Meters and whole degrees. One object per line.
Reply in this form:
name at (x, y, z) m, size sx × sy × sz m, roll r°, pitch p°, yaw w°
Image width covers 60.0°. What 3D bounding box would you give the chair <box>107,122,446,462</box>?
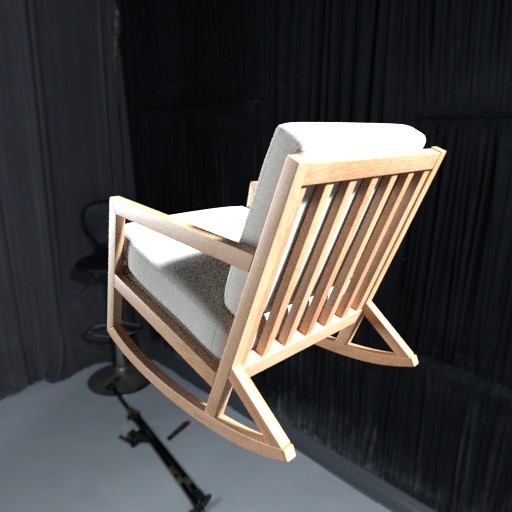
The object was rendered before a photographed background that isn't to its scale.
chair at (0.000, 0.000, 1.387) m, size 0.622 × 0.790 × 0.857 m, roll -15°, pitch 22°, yaw -42°
